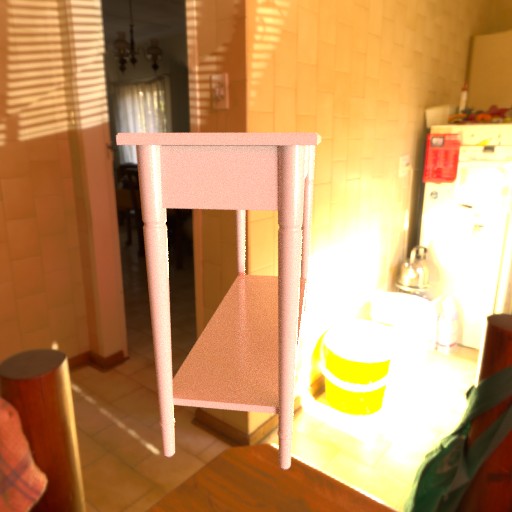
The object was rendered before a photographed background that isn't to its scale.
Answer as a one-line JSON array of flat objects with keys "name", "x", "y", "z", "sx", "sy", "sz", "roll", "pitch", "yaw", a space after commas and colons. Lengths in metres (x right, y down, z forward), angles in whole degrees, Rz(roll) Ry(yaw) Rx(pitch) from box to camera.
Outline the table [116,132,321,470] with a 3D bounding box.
[{"name": "table", "x": 0.000, "y": 0.000, "z": 1.421, "sx": 0.381, "sy": 0.749, "sz": 1.067, "roll": 2, "pitch": 15, "yaw": 8}]
